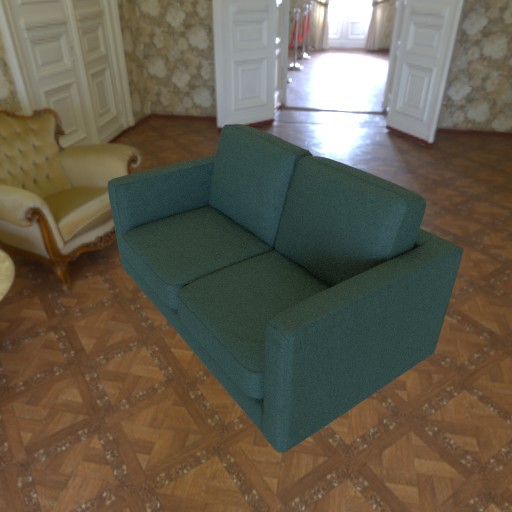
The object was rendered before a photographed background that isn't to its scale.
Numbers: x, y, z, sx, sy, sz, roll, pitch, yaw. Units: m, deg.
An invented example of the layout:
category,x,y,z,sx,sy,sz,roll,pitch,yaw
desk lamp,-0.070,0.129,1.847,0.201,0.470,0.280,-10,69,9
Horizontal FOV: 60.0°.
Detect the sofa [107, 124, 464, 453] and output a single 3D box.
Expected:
category,x,y,z,sx,sy,sz,roll,pitch,yaw
sofa,0.000,0.000,2.035,0.879,0.899,1.430,-21,37,-30
